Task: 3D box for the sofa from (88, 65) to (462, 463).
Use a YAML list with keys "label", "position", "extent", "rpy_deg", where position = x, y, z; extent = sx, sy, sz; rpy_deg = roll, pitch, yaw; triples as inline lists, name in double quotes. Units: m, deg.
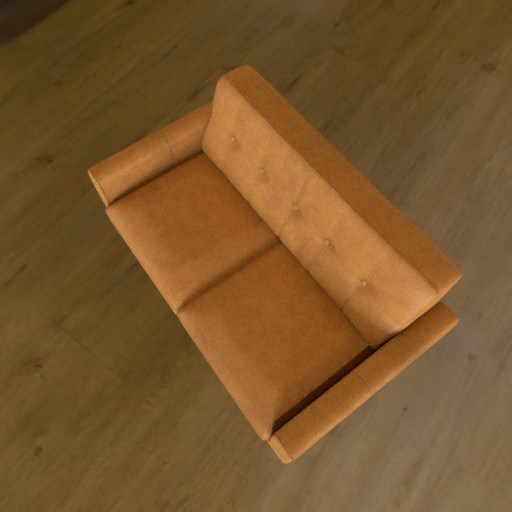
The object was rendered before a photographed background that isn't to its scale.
- label: "sofa"
  position: [0.000, 0.000, 2.182]
  extent: [0.952, 0.925, 1.651]
  rpy_deg: [-34, 69, -15]
